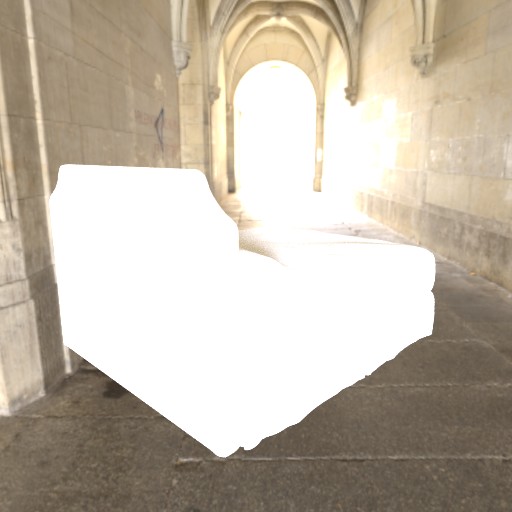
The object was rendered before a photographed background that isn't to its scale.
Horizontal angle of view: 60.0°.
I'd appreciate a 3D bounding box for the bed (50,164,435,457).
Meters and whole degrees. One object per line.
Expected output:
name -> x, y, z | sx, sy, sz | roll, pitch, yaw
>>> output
bed -> 0.000, 0.000, 3.736 | 2.548, 1.524, 2.134 | -13, 18, -43
